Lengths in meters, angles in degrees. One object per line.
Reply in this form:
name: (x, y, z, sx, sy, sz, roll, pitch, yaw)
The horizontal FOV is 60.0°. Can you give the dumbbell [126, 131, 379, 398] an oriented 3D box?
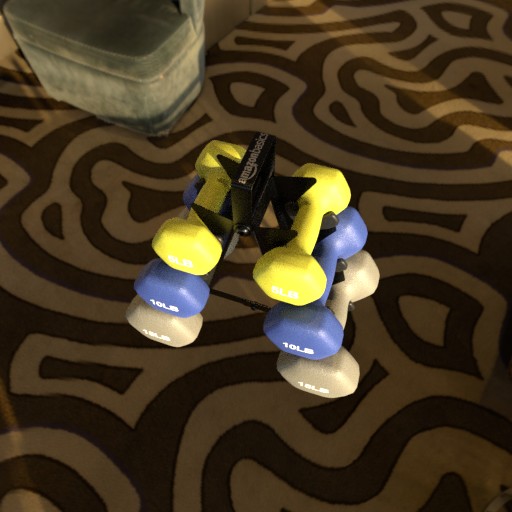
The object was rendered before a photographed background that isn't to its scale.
dumbbell: (0.000, 0.000, 0.698, 0.416, 0.426, 0.261, 16, 59, 10)
